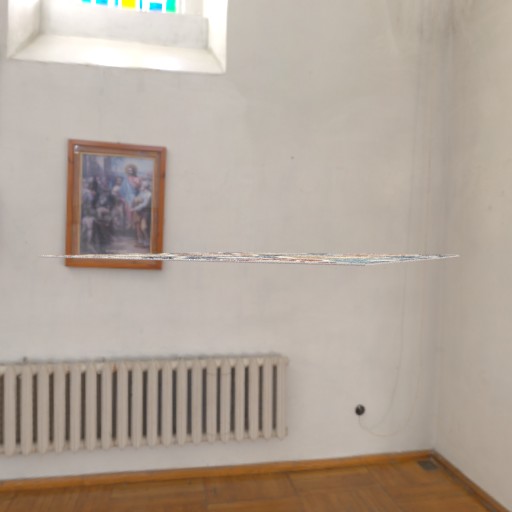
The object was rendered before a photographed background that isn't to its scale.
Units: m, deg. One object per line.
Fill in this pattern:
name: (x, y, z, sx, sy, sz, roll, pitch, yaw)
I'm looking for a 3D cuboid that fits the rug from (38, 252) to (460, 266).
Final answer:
rug: (0.000, 0.000, 4.062, 3.040, 0.014, 2.423, 1, 2, 35)
